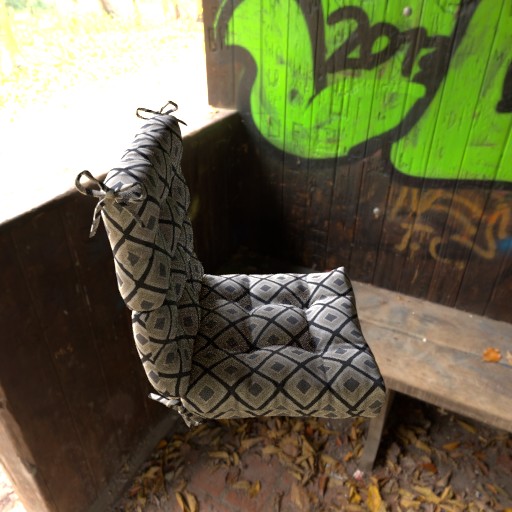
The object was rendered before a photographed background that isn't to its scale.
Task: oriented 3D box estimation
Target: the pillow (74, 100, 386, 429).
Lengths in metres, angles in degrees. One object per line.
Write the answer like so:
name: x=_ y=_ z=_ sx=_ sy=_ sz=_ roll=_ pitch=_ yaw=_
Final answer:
pillow: x=0.000 y=0.000 z=1.026 sx=0.571 sy=0.605 sz=0.519 roll=-1 pitch=33 yaw=-1
